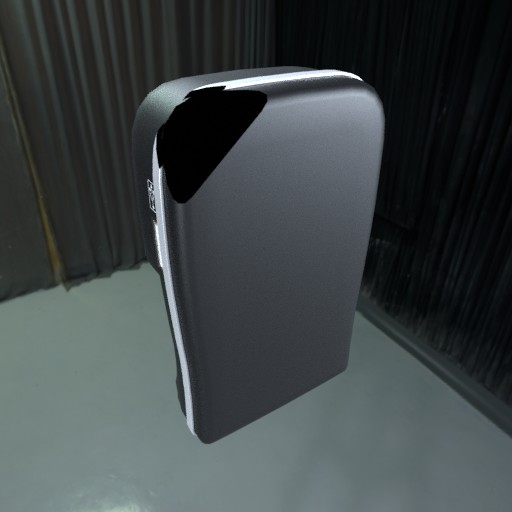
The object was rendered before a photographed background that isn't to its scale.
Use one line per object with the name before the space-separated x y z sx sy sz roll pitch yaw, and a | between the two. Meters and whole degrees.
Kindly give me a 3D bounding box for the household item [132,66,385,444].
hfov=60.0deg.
household item | 0.000 0.000 0.146 0.070 0.114 0.038 -19 36 -28
